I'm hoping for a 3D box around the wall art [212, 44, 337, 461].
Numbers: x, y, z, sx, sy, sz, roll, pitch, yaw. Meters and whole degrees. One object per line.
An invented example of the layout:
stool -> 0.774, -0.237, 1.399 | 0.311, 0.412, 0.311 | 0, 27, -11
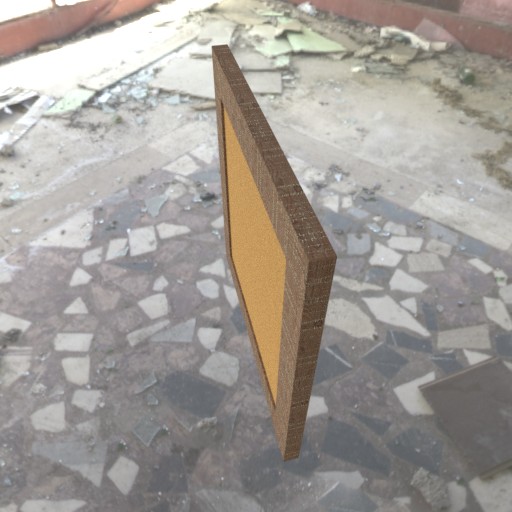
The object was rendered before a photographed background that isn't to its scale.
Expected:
wall art -> 0.000, 0.000, 0.790 | 0.029, 0.531, 0.531 | -10, 47, -10
